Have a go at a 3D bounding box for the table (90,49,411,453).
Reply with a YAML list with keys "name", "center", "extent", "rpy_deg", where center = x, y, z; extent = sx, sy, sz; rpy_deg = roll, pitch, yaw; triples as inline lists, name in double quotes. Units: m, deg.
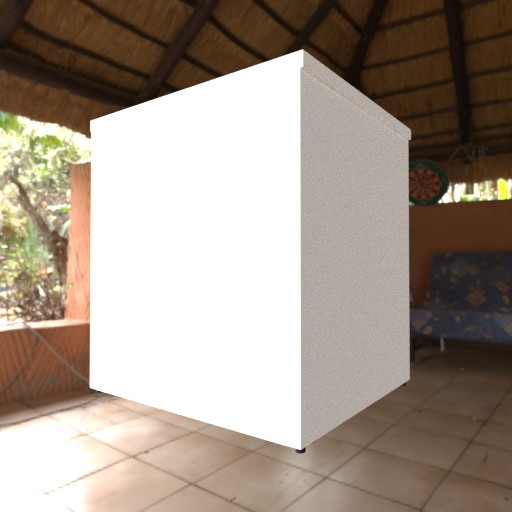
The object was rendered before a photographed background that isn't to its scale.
- name: "table"
  center: [0.000, 0.000, 0.777]
  extent: [0.420, 0.460, 0.380]
  rpy_deg: [-1, -1, 37]
